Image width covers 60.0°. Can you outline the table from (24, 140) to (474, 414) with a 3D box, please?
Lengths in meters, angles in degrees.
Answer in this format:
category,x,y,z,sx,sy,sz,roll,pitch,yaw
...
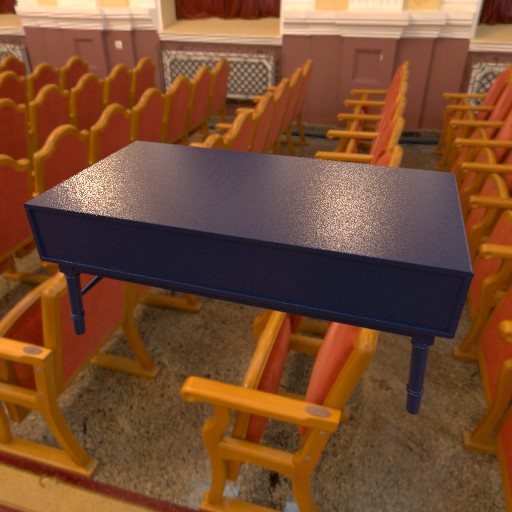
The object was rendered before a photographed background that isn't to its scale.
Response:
category,x,y,z,sx,sy,sz,roll,pitch,yaw
table,0.000,0.000,1.345,1.067,0.457,0.572,9,33,15
